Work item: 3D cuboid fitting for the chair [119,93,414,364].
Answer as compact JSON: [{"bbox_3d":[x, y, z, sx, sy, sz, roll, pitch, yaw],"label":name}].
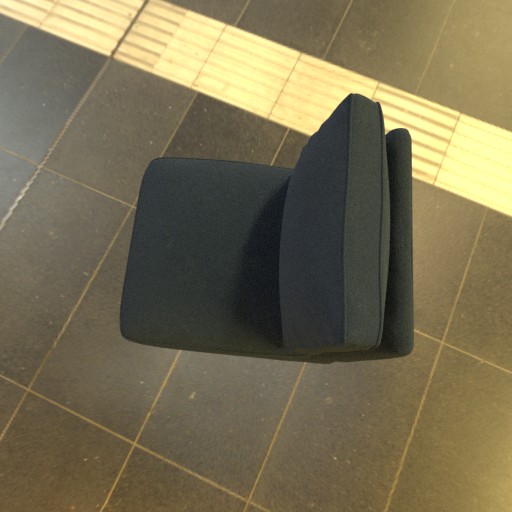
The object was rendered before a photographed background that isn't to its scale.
[{"bbox_3d":[0.000,0.000,1.640,0.912,1.052,0.724,5,74,1],"label":"chair"}]
